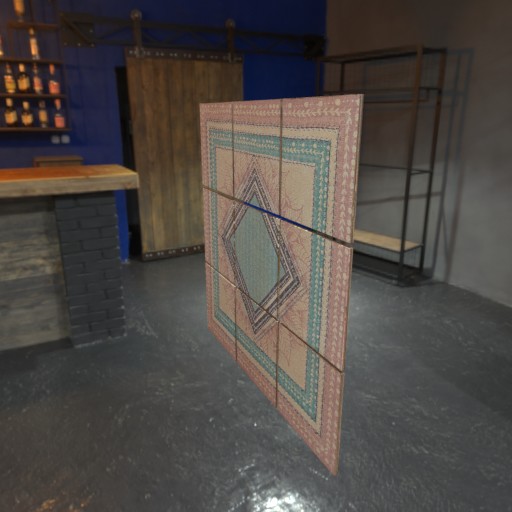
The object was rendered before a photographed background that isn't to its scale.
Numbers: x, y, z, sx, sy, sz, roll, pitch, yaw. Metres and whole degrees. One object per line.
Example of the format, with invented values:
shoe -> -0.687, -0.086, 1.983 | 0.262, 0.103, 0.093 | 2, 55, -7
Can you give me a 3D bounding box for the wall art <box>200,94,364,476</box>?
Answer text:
wall art -> 0.000, 0.000, 1.832 | 0.013, 1.213, 1.215 | -9, 20, -25
